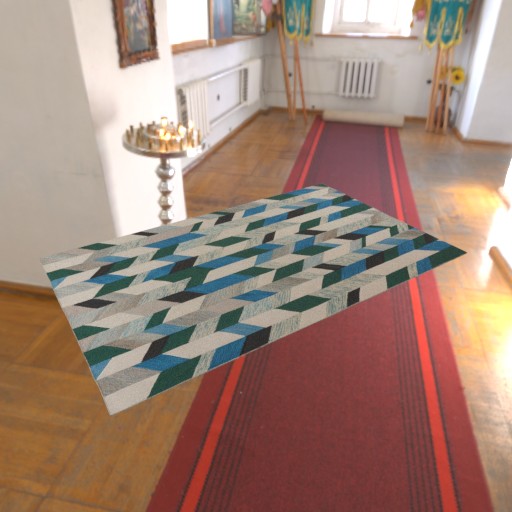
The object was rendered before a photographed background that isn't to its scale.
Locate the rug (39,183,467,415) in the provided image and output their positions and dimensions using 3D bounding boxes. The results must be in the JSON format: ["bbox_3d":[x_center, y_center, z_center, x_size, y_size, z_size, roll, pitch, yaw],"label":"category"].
[{"bbox_3d":[0.000,0.000,2.952,2.433,0.007,1.507,-19,36,-28],"label":"rug"}]
